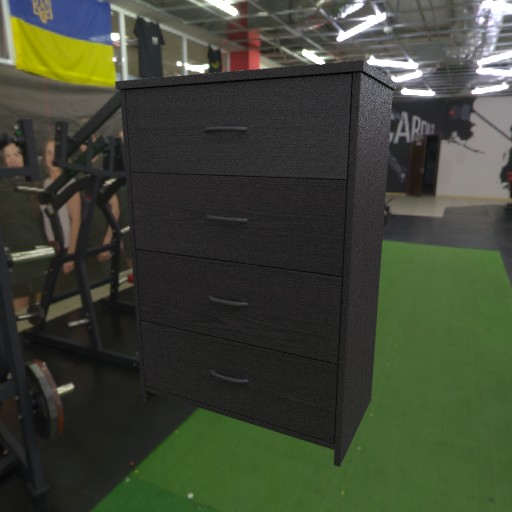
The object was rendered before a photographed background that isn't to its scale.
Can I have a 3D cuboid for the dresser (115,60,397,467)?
[{"bbox_3d":[0.000,0.000,1.380,0.704,1.020,0.399,7,16,26],"label":"dresser"}]
